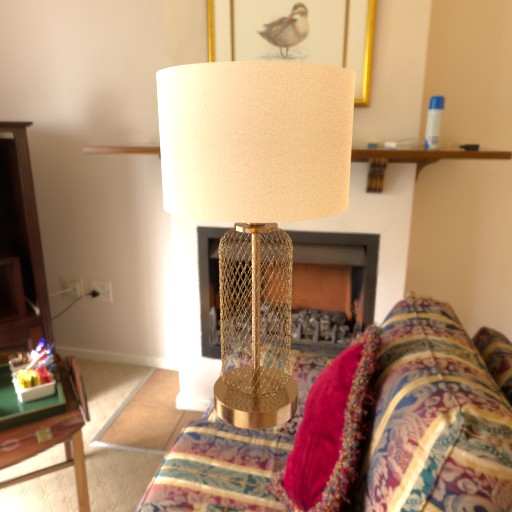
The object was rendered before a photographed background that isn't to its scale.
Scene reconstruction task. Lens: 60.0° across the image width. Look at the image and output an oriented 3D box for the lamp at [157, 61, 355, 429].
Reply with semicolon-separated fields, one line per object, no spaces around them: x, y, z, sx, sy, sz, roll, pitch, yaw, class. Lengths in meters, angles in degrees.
0.000;0.000;0.638;0.252;0.483;0.252;-8;17;-27;lamp
